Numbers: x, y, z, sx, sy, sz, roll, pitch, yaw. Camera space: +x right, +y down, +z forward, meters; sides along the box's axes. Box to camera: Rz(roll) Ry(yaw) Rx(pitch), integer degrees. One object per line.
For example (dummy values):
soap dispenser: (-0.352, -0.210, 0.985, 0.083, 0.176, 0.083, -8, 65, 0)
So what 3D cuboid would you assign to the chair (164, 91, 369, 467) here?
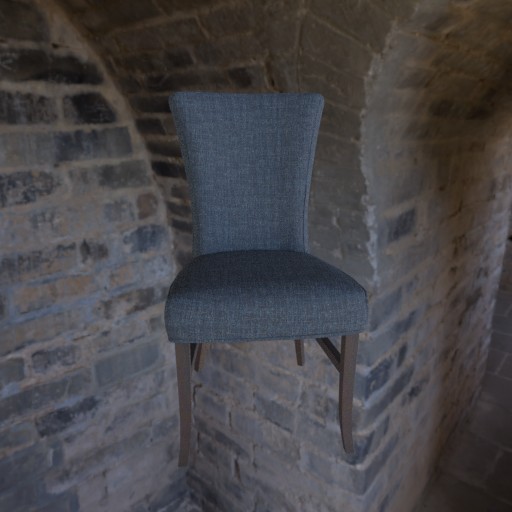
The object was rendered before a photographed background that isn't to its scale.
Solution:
chair: (0.000, 0.000, 1.375, 0.520, 0.991, 0.660, -2, 16, -6)
